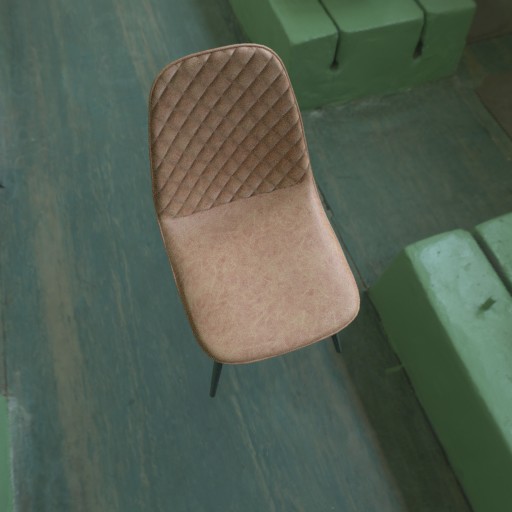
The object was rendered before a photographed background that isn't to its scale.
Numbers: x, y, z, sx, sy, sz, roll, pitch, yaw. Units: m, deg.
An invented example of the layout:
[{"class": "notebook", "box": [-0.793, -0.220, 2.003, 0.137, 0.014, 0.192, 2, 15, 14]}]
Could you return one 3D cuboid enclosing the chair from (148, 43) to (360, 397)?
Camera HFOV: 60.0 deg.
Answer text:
[{"class": "chair", "box": [0.000, 0.000, 1.204, 0.472, 0.889, 0.561, -17, 63, -9]}]
